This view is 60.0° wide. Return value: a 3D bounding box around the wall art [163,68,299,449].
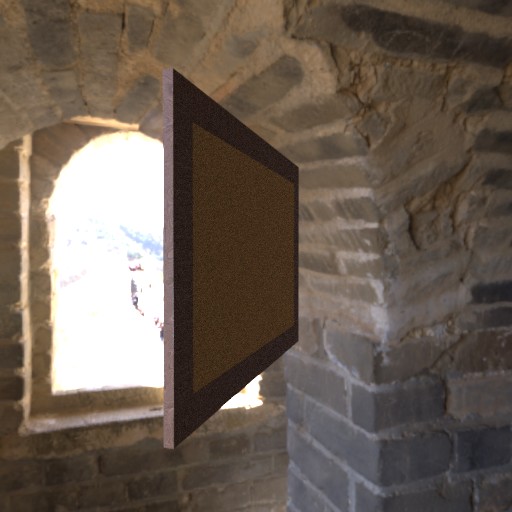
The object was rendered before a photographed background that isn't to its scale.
[{"bbox_3d":[0.000,0.000,1.166,0.019,0.626,0.917,0,1,18],"label":"wall art"}]
